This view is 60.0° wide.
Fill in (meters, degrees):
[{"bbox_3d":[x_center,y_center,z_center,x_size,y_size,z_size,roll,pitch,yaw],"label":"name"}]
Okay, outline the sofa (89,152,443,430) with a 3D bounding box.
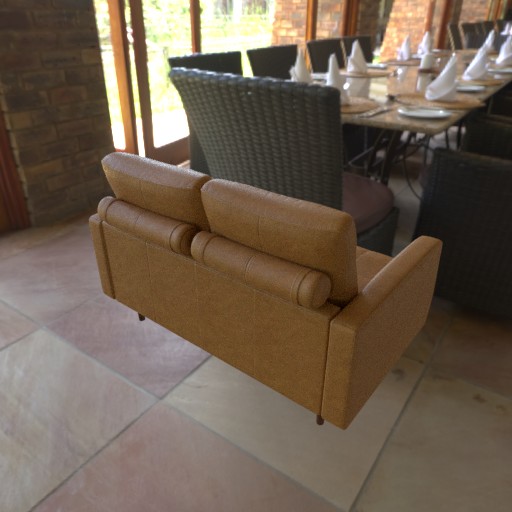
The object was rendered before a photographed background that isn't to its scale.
[{"bbox_3d":[0.000,0.000,2.045,1.430,0.898,0.868,21,35,33],"label":"sofa"}]
